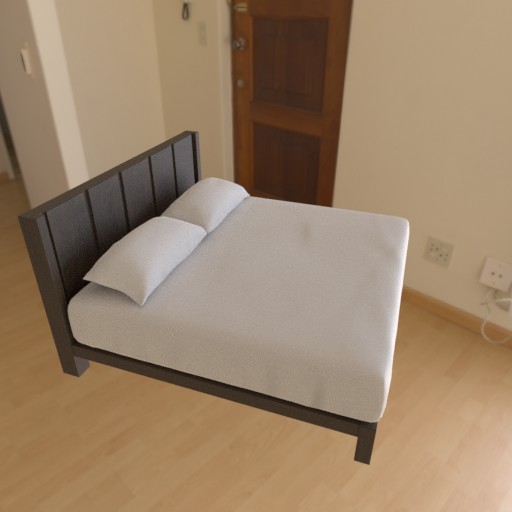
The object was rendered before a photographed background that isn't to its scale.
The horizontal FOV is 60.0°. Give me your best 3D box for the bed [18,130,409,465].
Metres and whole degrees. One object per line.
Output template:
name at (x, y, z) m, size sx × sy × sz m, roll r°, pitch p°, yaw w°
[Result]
bed at (0.000, 0.000, 3.477) m, size 2.238 × 1.261 × 2.143 m, roll 10°, pitch 31°, yaw 17°
